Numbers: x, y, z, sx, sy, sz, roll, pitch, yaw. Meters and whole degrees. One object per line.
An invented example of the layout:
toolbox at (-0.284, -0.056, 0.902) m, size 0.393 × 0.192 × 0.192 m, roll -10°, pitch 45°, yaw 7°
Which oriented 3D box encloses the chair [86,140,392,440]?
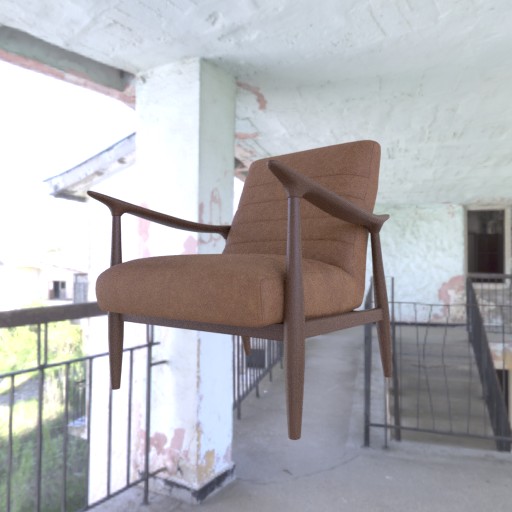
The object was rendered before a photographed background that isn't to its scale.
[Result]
chair at (0.000, 0.000, 1.437) m, size 0.741 × 0.832 × 0.798 m, roll -1°, pitch -1°, yaw 37°
